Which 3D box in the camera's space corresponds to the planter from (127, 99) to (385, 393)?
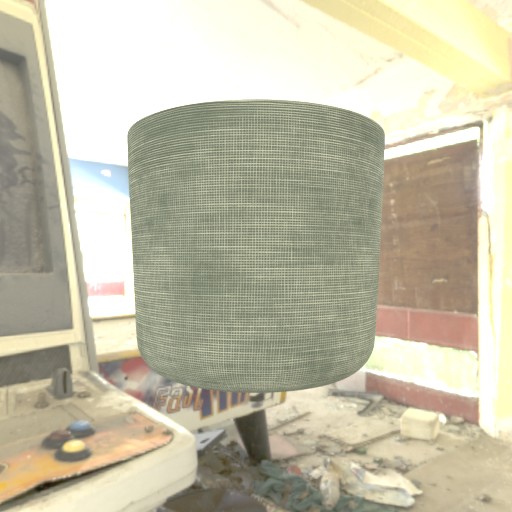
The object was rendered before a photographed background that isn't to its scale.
[{"bbox_3d":[0.000,0.000,0.785,0.440,0.398,0.440,0,-1,0],"label":"planter"}]
